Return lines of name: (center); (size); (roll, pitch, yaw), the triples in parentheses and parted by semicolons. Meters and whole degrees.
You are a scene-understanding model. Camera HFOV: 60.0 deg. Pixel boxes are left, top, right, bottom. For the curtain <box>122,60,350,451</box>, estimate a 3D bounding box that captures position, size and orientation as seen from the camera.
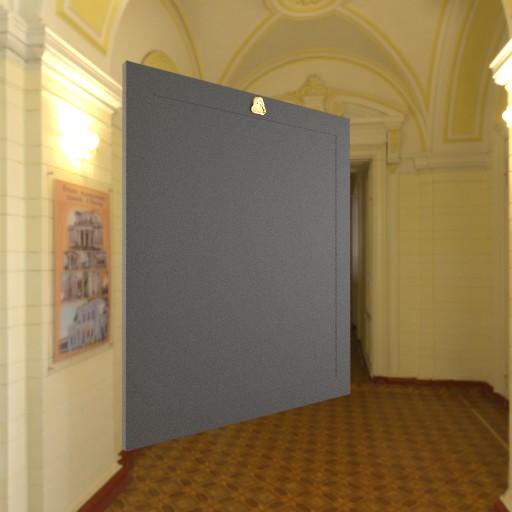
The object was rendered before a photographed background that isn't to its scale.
curtain: (0.000, 0.000, 0.806); (0.483, 0.585, 0.027); (0, 0, -35)
